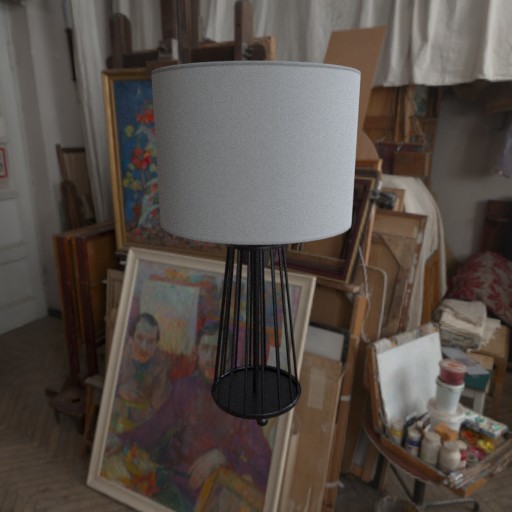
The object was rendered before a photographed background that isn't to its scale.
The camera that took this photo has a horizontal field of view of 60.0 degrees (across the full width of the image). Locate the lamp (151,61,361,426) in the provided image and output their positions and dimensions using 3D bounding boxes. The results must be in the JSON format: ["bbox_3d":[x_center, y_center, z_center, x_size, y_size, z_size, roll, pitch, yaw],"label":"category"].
[{"bbox_3d":[0.000,0.000,0.781,0.322,0.593,0.322,-3,17,-9],"label":"lamp"}]
